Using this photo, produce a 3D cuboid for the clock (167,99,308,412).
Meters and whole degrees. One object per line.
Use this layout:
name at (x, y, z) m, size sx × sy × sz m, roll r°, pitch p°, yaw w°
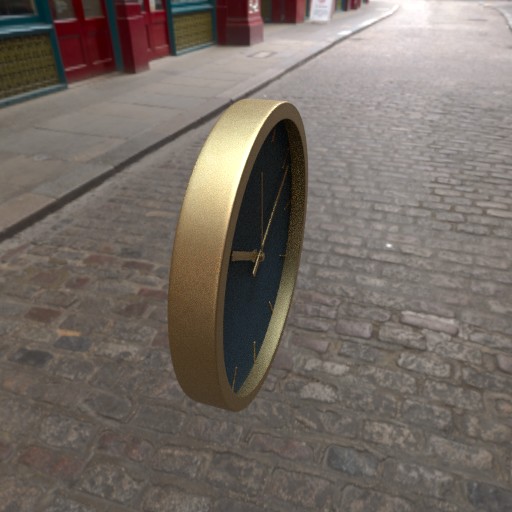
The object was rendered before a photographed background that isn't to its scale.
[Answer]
clock at (0.000, 0.000, 0.471) m, size 0.040 × 0.314 × 0.314 m, roll 10°, pitch 33°, yaw 16°
